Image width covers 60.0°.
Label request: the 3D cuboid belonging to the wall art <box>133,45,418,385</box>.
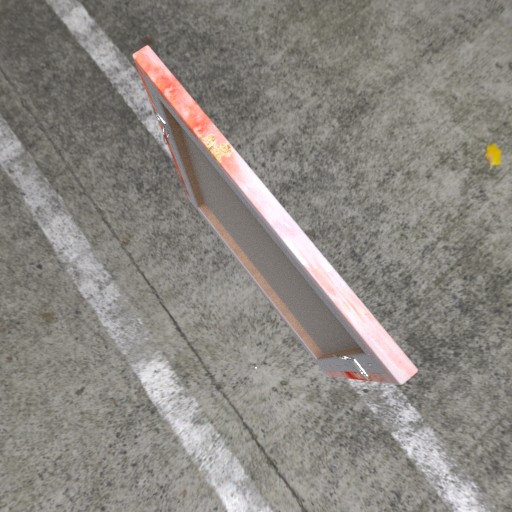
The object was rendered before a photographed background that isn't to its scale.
[{"bbox_3d":[0.000,0.000,1.114,0.064,0.746,0.747,-37,79,-9],"label":"wall art"}]
